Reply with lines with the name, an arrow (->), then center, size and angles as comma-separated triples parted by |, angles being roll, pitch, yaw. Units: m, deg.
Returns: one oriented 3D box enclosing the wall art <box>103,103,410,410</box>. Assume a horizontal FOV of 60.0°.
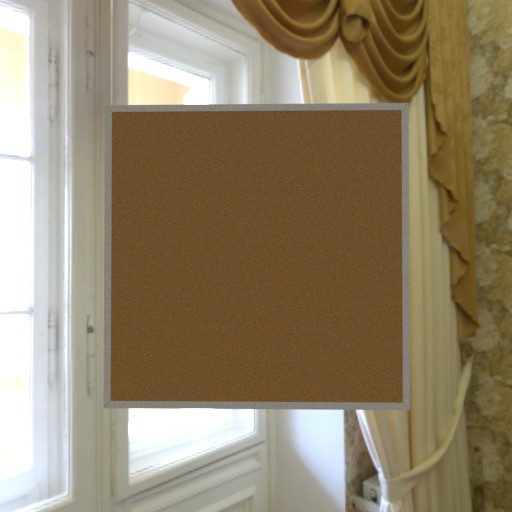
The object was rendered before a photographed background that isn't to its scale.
wall art -> 0.000, 0.000, 0.454 | 0.304, 0.304, 0.024 | 0, -1, 1
